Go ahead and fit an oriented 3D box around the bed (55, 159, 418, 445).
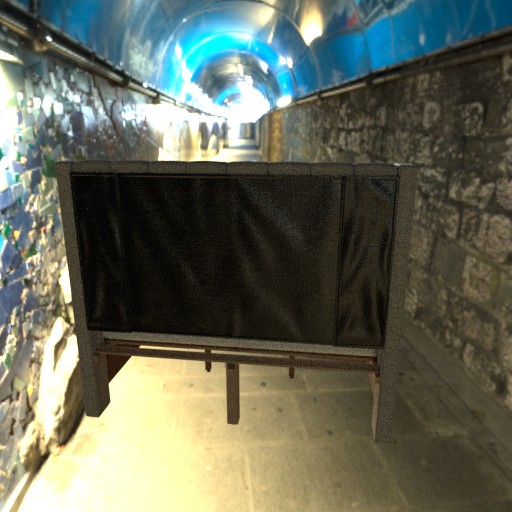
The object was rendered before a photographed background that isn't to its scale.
[{"bbox_3d":[0.000,0.000,3.794,2.044,1.748,2.372,2,16,8],"label":"bed"}]
